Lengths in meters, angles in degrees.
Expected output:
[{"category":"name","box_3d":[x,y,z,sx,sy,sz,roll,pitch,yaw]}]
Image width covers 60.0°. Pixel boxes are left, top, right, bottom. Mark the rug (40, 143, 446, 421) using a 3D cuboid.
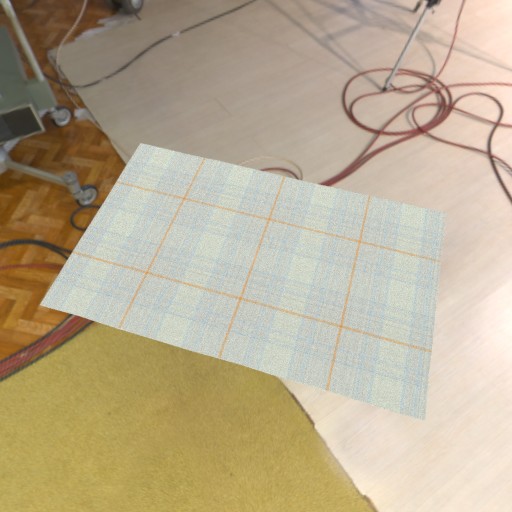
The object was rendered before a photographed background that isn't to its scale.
[{"category":"rug","box_3d":[0.000,0.000,3.048,2.442,0.016,1.527,15,59,9]}]
